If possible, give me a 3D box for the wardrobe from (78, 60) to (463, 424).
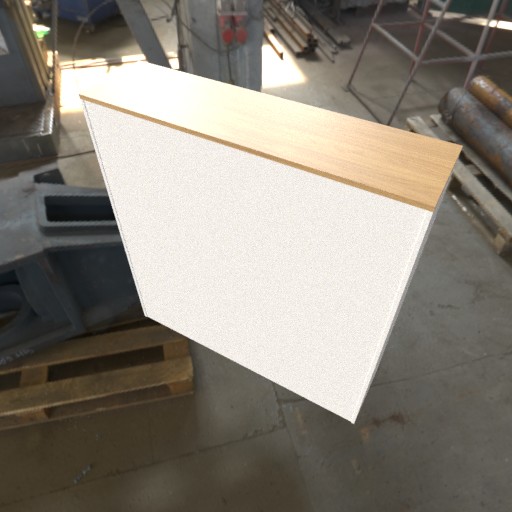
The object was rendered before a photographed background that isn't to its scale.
[{"bbox_3d":[0.000,0.000,3.318,2.160,2.260,0.590,22,50,20],"label":"wardrobe"}]
